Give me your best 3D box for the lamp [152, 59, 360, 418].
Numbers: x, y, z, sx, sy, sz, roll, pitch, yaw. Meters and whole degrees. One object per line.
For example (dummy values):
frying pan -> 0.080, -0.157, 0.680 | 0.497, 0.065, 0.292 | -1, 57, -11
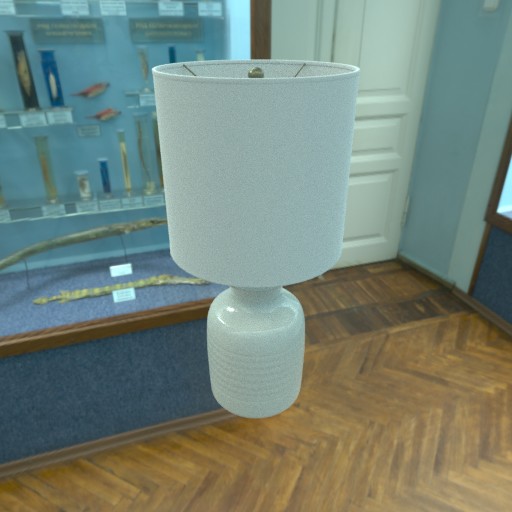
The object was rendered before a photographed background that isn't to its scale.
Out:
lamp -> 0.000, 0.000, 0.499 | 0.188, 0.392, 0.188 | -8, 29, -15
